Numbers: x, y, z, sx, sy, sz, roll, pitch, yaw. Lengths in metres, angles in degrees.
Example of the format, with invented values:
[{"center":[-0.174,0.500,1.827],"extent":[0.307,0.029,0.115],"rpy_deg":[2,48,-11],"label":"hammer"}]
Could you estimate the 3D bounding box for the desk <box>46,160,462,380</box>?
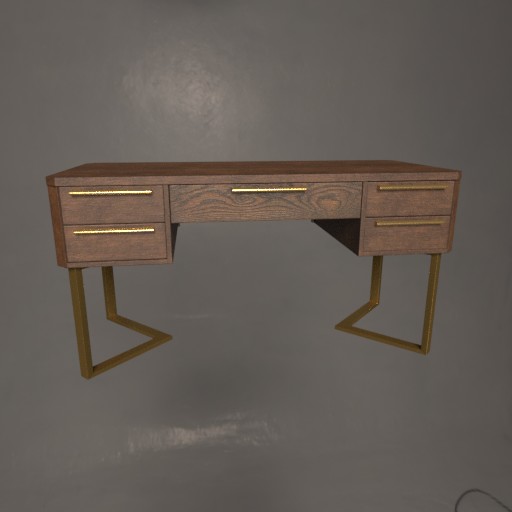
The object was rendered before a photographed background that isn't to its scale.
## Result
[{"center":[0.000,0.000,1.931],"extent":[1.479,0.762,0.684],"rpy_deg":[-2,16,-8],"label":"desk"}]
